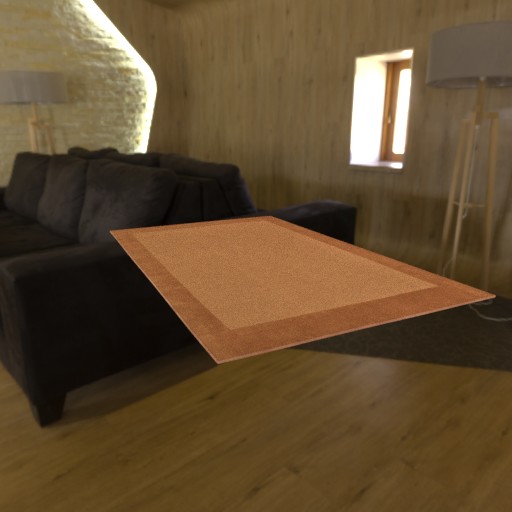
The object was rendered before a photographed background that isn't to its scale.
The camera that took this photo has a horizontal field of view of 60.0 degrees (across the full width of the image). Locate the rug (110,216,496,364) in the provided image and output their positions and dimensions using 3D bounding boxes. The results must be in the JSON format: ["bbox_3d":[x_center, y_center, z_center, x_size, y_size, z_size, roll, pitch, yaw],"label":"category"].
[{"bbox_3d":[0.000,0.000,2.986,1.524,0.014,2.438,-8,18,-25],"label":"rug"}]
